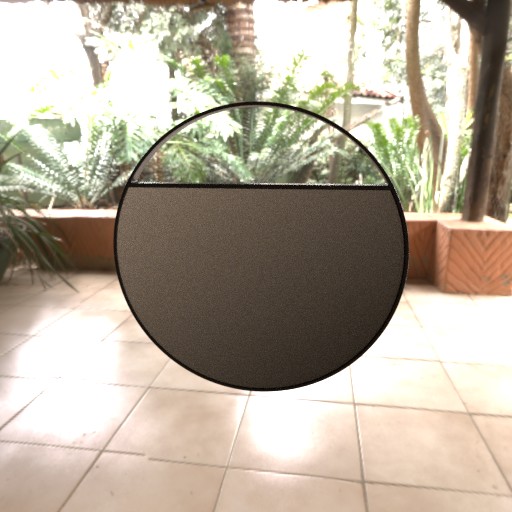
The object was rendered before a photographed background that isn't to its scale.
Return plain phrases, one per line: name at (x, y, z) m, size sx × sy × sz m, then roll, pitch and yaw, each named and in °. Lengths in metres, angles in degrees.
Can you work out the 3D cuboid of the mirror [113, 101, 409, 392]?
mirror at (0.000, 0.000, 0.858) m, size 0.565 × 0.565 × 0.032 m, roll 2°, pitch 14°, yaw 7°
